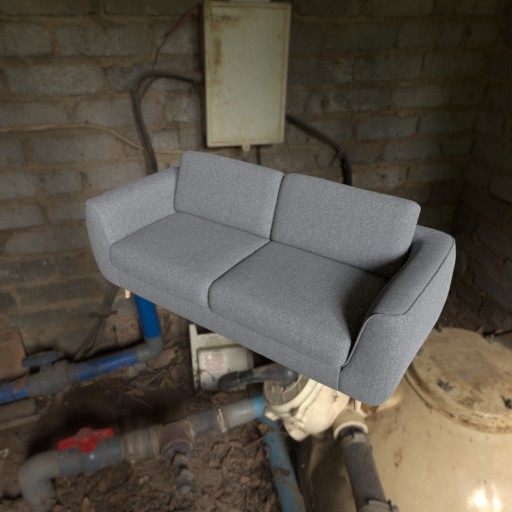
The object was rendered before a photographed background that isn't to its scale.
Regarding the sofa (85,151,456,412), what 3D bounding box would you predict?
[{"bbox_3d":[0.000,0.000,2.540,2.000,0.870,0.920,19,35,30],"label":"sofa"}]
